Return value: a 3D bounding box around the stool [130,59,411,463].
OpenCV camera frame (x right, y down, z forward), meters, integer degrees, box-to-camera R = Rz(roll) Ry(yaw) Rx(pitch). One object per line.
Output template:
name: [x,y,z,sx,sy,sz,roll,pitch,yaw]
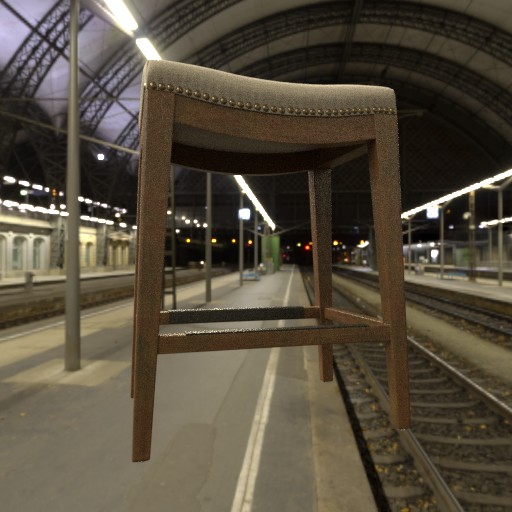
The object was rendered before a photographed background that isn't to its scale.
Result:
stool: [0.000,0.000,0.937,0.508,0.660,0.356,0,0,-16]
